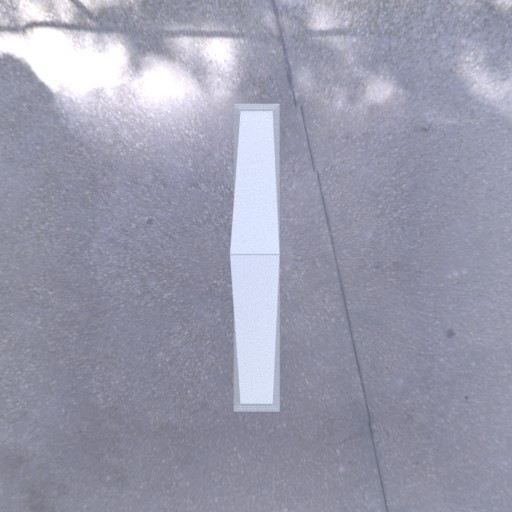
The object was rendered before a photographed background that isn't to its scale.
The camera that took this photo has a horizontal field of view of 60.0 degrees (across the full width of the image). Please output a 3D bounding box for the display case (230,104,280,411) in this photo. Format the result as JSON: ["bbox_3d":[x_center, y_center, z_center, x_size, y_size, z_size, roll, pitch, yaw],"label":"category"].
[{"bbox_3d":[0.000,0.000,0.758,0.095,0.340,0.640,0,89,0],"label":"display case"}]
